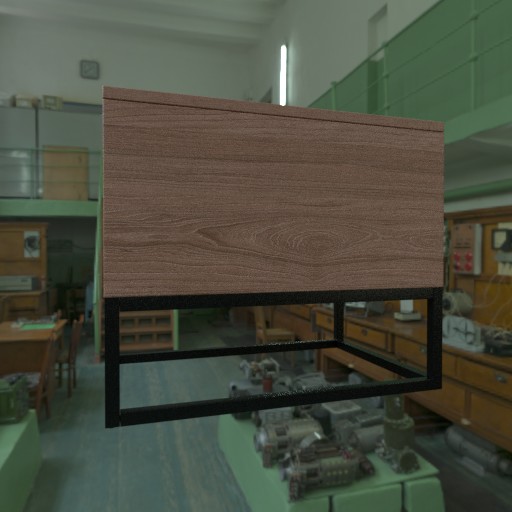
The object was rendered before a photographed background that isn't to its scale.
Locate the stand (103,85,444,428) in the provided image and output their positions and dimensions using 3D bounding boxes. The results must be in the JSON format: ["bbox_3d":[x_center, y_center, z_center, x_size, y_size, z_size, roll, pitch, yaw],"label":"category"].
[{"bbox_3d":[0.000,0.000,0.934,0.600,0.500,0.420,0,1,-18],"label":"stand"}]
